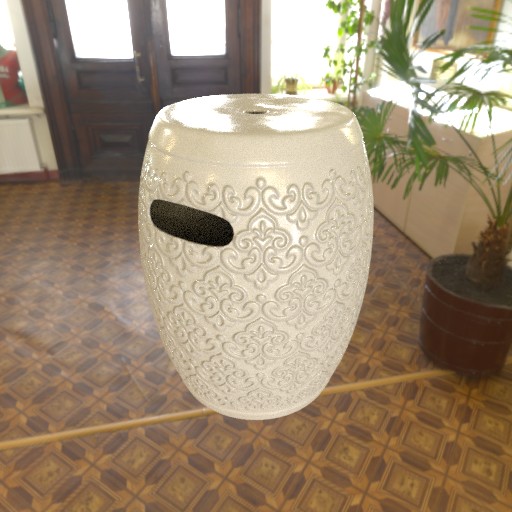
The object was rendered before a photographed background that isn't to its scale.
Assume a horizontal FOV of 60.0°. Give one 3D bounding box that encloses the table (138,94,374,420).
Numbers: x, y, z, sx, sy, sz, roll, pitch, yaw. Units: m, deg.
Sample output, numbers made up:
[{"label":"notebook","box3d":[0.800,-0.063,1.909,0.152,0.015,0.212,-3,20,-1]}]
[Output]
[{"label":"table","box3d":[0.000,0.000,0.620,0.309,0.397,0.309,0,30,0]}]
